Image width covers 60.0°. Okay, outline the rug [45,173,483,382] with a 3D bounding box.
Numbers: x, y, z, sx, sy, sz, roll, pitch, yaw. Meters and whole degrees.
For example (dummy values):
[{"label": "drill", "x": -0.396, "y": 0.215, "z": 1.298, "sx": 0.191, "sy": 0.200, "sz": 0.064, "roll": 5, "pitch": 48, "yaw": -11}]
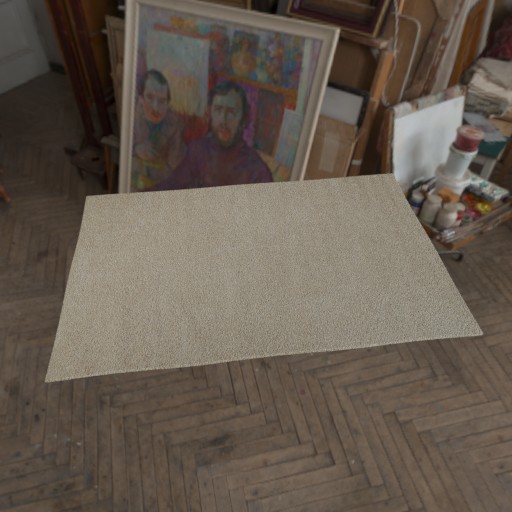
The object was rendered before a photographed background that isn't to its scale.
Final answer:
[{"label": "rug", "x": 0.000, "y": 0.000, "z": 2.869, "sx": 2.346, "sy": 0.025, "sz": 1.500, "roll": -5, "pitch": 47, "yaw": -5}]
